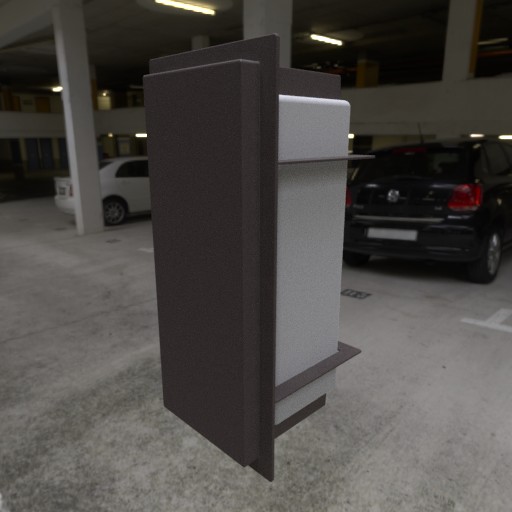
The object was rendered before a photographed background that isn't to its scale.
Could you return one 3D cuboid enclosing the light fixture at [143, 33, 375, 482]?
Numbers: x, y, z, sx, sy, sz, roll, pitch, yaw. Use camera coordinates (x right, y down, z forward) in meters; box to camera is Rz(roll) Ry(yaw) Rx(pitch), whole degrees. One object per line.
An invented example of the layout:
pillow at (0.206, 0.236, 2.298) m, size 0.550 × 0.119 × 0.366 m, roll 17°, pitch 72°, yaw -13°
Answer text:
light fixture at (0.000, 0.000, 0.419) m, size 0.146 × 0.347 × 0.153 m, roll -15°, pitch 21°, yaw -42°
